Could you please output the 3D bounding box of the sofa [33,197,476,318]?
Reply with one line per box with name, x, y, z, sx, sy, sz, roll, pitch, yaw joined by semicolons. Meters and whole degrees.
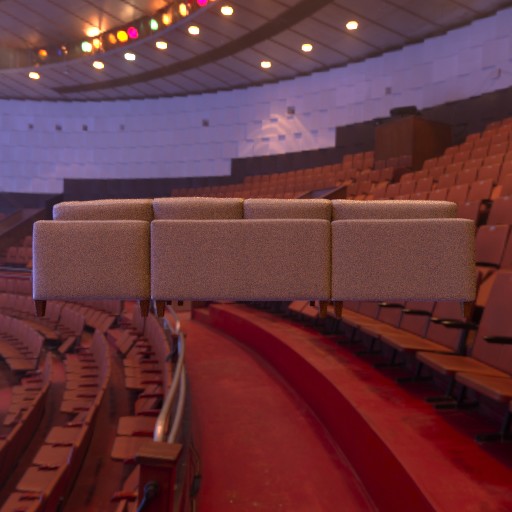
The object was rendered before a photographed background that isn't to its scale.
sofa;0.000;0.000;4.677;3.460;0.961;2.594;0;0;1
